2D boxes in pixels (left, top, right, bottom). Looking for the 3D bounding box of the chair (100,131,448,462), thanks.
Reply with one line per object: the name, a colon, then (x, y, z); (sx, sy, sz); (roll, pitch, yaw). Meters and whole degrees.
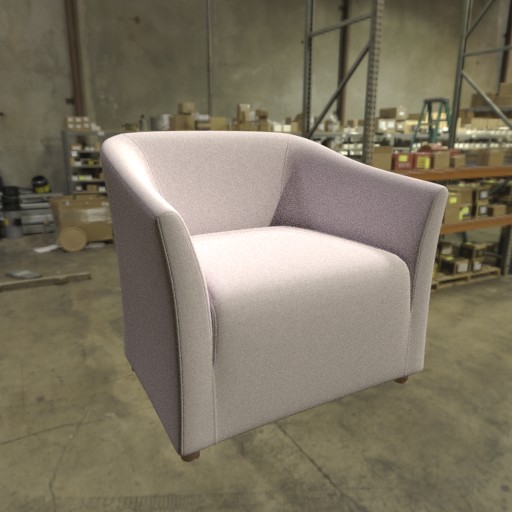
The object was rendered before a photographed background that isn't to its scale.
chair: (0.000, 0.000, 1.320); (0.790, 0.720, 0.700); (-8, 17, -28)
